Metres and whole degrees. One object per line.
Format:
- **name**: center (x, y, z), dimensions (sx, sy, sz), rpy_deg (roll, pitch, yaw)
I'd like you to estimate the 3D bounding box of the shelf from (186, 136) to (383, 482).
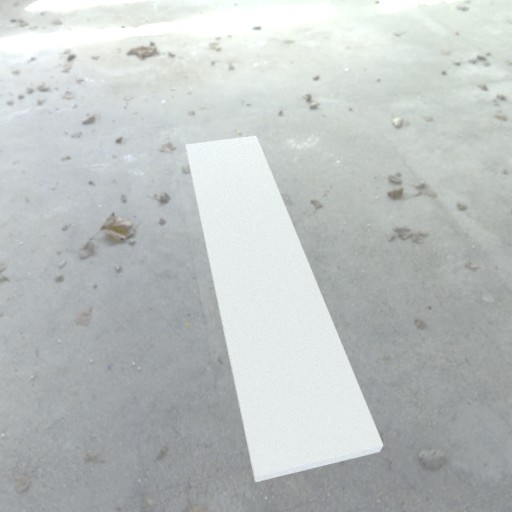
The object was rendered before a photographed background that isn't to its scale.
- **shelf**: center (0.000, 0.000, 0.668), dimensions (0.140, 0.020, 0.610), rpy_deg (-9, 48, -9)
